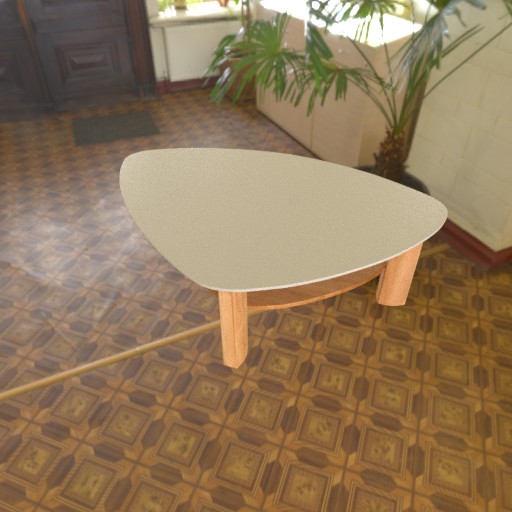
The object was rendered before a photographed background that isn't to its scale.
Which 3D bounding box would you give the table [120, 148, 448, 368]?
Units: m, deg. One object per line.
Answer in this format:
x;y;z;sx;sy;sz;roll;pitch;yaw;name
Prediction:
0.000;0.000;1.667;1.250;0.440;0.850;12;40;15;table
